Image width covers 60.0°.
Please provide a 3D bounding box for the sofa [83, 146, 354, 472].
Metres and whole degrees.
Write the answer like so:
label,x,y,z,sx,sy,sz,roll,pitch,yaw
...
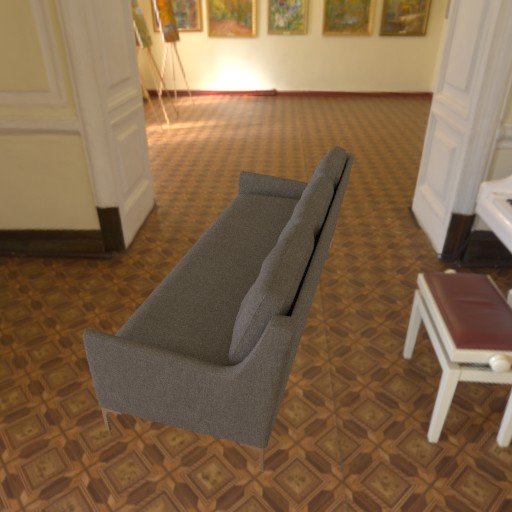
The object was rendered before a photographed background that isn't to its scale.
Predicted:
label,x,y,z,sx,sy,sz,roll,pitch,yaw
sofa,0.000,0.000,2.530,0.849,0.837,2.060,8,31,14
